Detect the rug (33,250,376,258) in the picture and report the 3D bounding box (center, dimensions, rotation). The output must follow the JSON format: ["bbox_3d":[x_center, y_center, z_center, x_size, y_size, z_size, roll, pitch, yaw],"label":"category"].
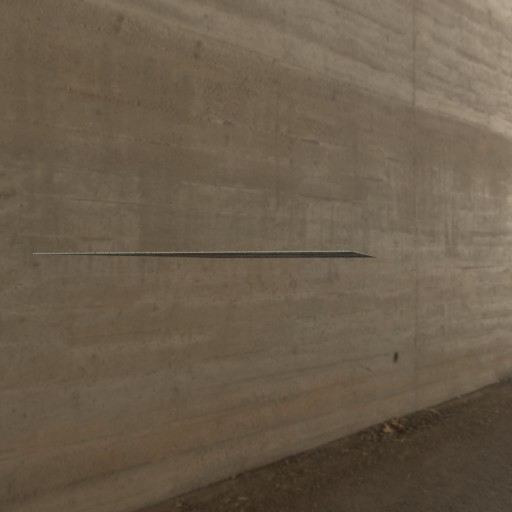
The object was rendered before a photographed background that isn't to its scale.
[{"bbox_3d":[0.000,0.000,3.031,1.566,0.004,2.363,0,-1,19],"label":"rug"}]
